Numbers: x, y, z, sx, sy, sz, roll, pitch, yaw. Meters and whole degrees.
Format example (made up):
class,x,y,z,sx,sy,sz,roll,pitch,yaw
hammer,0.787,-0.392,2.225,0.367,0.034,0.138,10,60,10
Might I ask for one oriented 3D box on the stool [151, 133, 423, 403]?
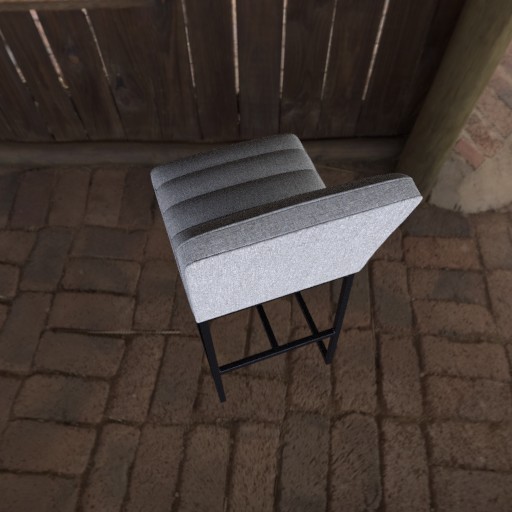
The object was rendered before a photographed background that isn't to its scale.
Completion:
class,x,y,z,sx,sy,sz,roll,pitch,yaw
stool,0.000,0.000,1.320,0.459,1.034,0.571,-17,59,-11
